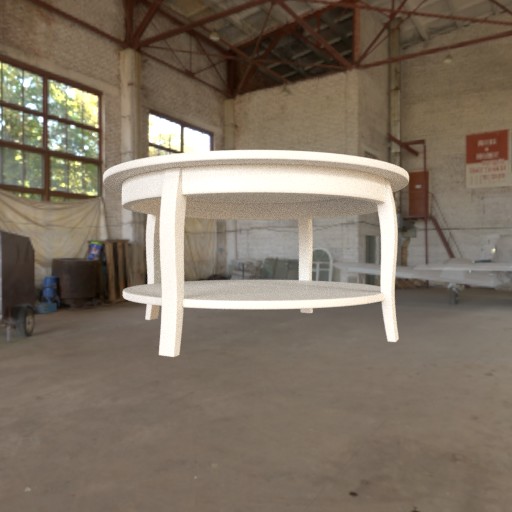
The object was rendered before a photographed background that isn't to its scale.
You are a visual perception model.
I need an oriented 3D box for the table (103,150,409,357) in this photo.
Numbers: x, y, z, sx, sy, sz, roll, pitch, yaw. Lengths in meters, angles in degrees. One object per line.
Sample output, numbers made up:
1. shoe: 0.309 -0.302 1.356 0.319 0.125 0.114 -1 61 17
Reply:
1. table: 0.000 0.000 1.397 0.910 0.457 0.910 0 0 0
